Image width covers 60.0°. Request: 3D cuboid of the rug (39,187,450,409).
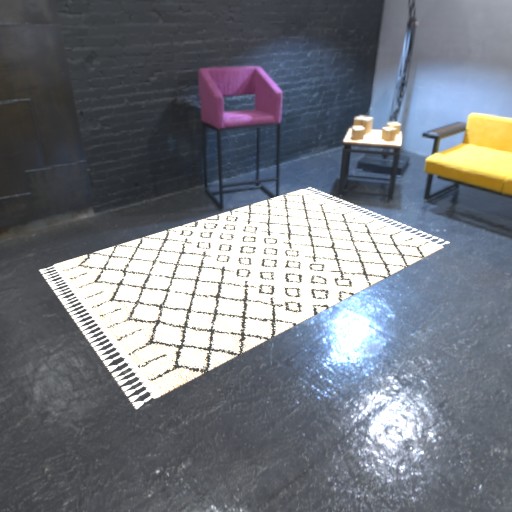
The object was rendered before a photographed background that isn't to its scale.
[{"bbox_3d":[0.000,0.000,2.488,2.006,0.008,1.196,-21,36,-33],"label":"rug"}]
